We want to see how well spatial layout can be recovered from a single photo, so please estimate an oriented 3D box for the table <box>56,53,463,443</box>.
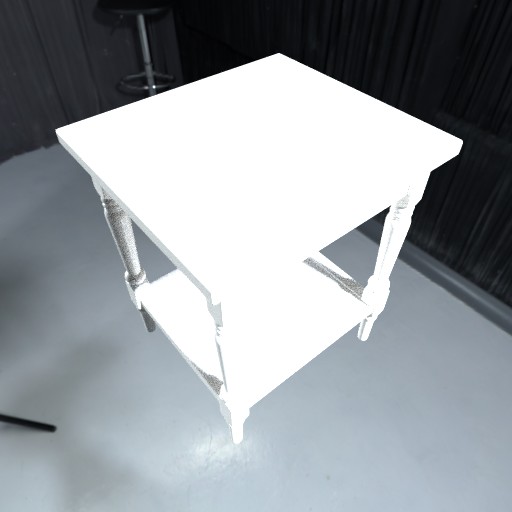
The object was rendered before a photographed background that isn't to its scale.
[{"bbox_3d":[0.000,0.000,0.915,0.488,0.565,0.442,-31,53,-26],"label":"table"}]
